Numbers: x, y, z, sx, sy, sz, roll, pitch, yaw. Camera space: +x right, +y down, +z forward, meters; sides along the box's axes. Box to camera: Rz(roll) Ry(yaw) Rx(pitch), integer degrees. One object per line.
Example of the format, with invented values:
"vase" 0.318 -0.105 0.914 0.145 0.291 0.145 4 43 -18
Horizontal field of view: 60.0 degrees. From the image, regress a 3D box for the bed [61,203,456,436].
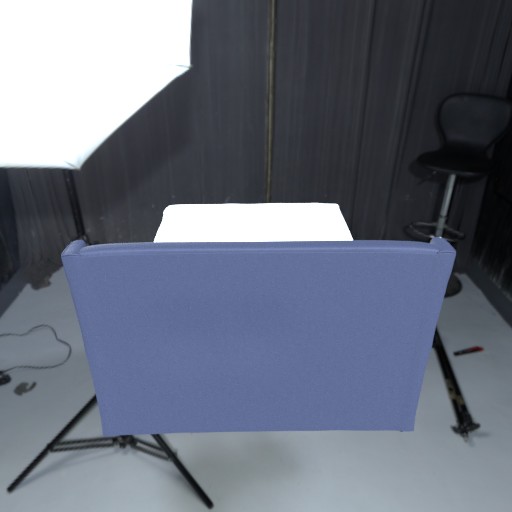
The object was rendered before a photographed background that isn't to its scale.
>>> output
"bed" 0.000 0.000 3.406 1.925 1.332 2.276 0 29 -1
